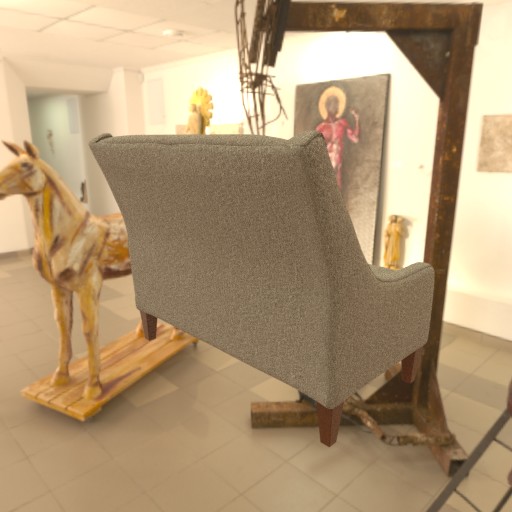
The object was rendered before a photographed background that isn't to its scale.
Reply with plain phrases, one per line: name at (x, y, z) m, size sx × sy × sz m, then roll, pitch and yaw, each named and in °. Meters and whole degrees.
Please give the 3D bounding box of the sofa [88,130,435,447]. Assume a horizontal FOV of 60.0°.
sofa at (0.000, 0.000, 1.915) m, size 0.862 × 1.026 × 1.242 m, roll -14°, pitch 21°, yaw -43°
